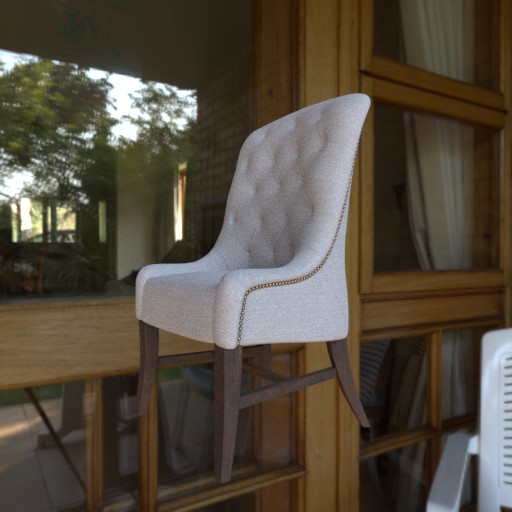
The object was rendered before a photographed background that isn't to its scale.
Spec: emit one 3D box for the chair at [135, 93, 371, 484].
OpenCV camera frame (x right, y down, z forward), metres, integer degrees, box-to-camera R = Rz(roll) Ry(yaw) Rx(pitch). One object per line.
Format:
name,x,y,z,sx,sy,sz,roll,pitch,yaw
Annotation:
chair,0.000,0.000,1.476,0.629,1.091,0.634,0,1,-36
